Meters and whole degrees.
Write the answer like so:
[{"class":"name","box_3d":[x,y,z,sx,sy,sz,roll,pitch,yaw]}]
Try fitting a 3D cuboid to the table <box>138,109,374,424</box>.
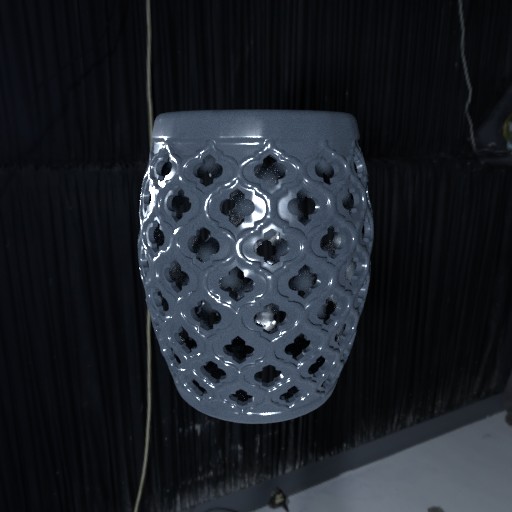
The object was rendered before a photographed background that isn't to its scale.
[{"class":"table","box_3d":[0.000,0.000,0.638,0.325,0.388,0.325,0,15,0]}]
